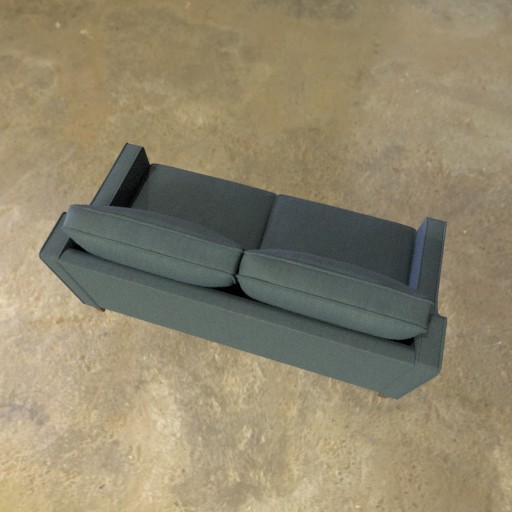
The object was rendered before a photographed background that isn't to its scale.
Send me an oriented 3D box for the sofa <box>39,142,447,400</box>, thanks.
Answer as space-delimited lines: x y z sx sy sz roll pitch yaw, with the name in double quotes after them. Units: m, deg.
0.000 0.000 2.821 2.178 1.071 1.066 15 63 8 "sofa"
